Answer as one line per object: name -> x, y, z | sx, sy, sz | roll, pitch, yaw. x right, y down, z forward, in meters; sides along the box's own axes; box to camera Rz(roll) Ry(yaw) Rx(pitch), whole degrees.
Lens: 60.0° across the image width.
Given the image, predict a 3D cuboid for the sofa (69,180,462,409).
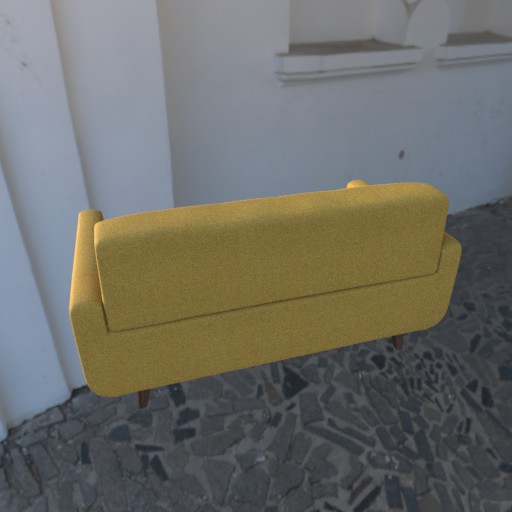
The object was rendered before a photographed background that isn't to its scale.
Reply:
sofa -> 0.000, 0.000, 2.171 | 1.631, 0.841, 0.909 | -9, 30, -15
